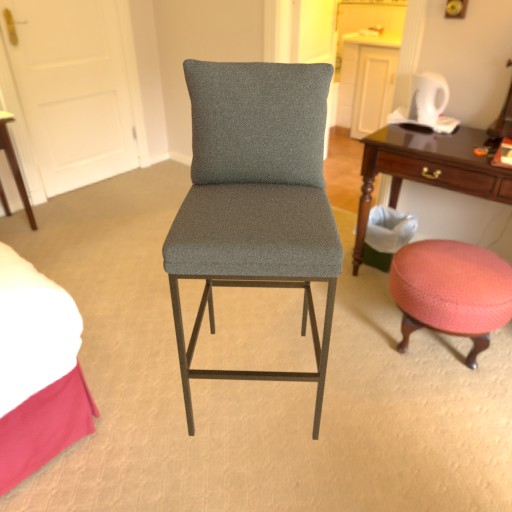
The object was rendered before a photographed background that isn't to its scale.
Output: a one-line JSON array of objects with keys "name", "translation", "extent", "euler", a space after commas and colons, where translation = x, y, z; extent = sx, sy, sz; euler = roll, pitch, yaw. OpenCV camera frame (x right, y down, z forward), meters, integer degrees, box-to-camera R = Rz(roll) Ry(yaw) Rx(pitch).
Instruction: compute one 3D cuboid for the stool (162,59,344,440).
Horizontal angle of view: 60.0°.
[{"name": "stool", "translation": [0.000, 0.000, 1.442], "extent": [0.463, 1.132, 0.569], "euler": [1, 32, 2]}]
